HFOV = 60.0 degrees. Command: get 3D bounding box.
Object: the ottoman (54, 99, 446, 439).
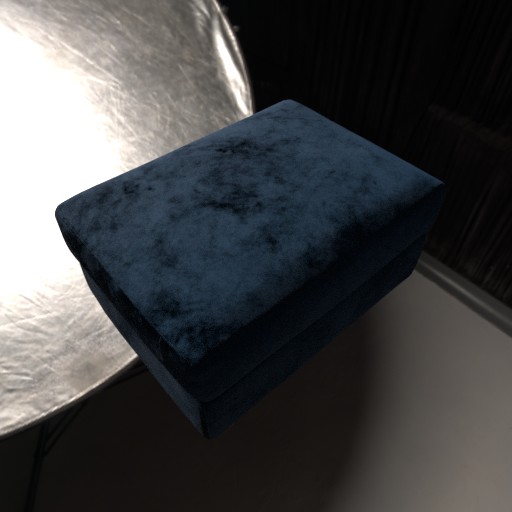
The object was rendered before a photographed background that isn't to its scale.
[{"bbox_3d":[0.000,0.000,1.173,0.773,0.503,0.572,-33,55,-26],"label":"ottoman"}]
